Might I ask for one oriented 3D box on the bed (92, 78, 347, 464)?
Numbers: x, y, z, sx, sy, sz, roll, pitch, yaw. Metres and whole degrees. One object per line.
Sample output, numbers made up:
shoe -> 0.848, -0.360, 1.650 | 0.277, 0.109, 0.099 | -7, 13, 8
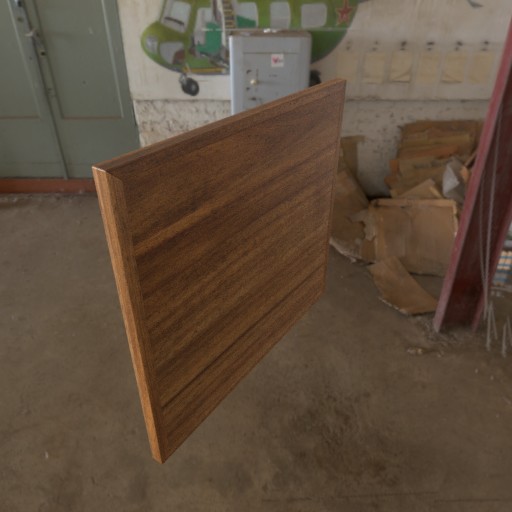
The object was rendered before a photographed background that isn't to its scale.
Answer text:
bed -> 0.000, 0.000, 1.455 | 0.043, 0.940, 1.041 | 21, 38, 29
